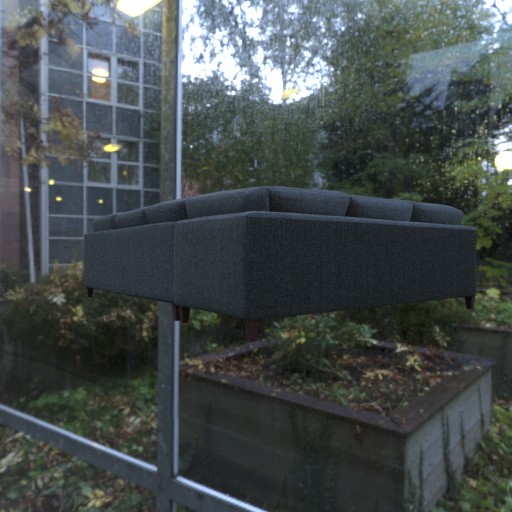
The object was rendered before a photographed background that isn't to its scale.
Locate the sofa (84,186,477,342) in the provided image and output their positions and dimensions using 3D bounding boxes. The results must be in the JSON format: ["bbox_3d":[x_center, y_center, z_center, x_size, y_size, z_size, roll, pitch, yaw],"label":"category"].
[{"bbox_3d":[0.000,0.000,4.536,2.593,0.947,3.302,0,0,-37],"label":"sofa"}]
